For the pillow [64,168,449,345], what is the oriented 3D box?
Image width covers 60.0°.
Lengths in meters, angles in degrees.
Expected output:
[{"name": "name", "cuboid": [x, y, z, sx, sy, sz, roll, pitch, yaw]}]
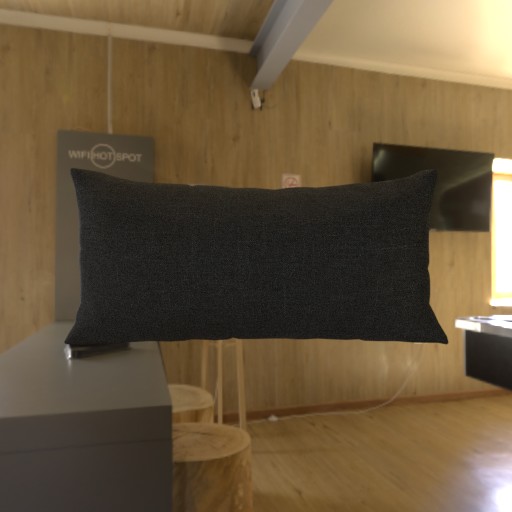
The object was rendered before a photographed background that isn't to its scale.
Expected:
[{"name": "pillow", "cuboid": [0.000, 0.000, 0.732, 0.631, 0.292, 0.148, 0, -1, 0]}]
